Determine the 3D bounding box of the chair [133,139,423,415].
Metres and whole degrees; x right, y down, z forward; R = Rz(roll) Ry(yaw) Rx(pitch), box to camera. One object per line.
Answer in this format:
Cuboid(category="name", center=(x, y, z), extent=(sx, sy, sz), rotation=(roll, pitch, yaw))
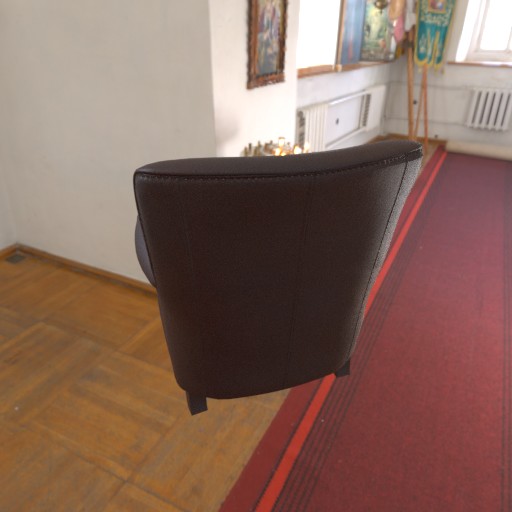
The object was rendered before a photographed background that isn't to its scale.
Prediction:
Cuboid(category="chair", center=(0.000, 0.000, 1.361), extent=(0.700, 0.800, 0.746), rotation=(-9, 30, -16))
